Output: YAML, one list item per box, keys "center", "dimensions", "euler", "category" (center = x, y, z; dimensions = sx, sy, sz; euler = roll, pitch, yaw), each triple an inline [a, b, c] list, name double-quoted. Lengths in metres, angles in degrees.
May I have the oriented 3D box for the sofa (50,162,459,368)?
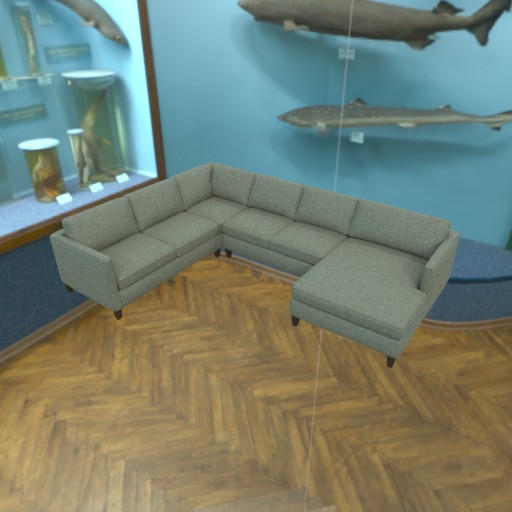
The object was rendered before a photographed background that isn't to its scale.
- center: [0.000, 0.000, 4.628]
  dimensions: [3.403, 0.889, 2.551]
  euler: [20, 35, 30]
  category: "sofa"
